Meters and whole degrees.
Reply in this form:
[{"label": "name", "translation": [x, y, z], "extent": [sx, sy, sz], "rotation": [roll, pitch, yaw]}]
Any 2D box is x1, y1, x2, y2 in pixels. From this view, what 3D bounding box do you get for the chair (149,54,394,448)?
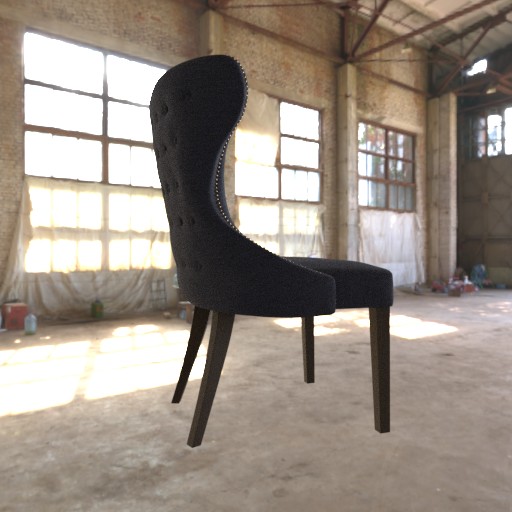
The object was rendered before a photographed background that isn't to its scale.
[{"label": "chair", "translation": [0.000, 0.000, 1.363], "extent": [0.635, 0.967, 0.628], "rotation": [0, 1, -18]}]
